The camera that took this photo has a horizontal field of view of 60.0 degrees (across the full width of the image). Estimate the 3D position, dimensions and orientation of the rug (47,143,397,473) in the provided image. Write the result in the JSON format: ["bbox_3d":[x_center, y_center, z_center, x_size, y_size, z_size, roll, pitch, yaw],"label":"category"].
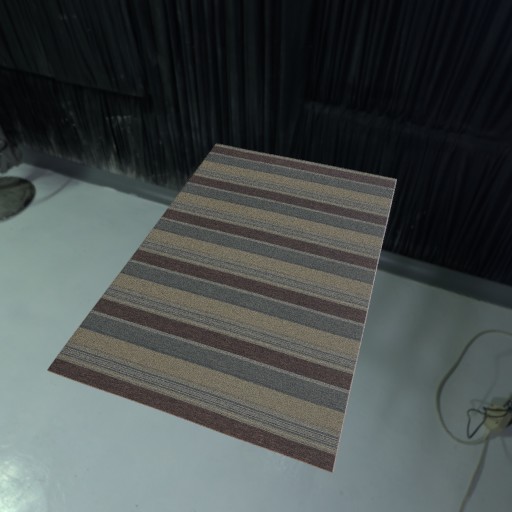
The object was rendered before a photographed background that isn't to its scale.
[{"bbox_3d":[0.000,0.000,2.307,1.219,0.008,1.829,14,48,13],"label":"rug"}]
